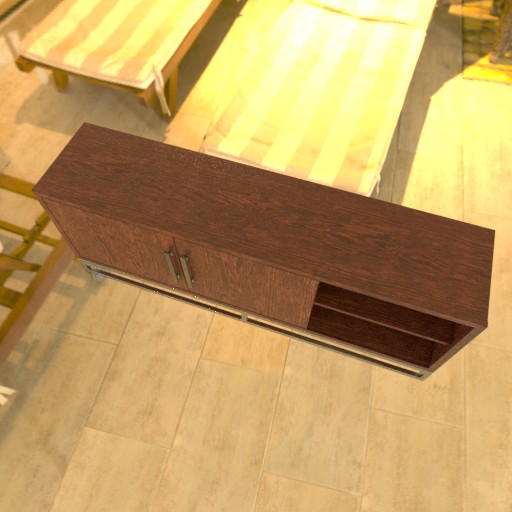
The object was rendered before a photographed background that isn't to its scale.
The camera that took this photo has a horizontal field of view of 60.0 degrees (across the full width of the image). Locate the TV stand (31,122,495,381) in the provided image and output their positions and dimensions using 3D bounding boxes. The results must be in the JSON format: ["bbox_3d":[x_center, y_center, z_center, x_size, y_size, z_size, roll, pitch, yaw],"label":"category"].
[{"bbox_3d":[0.000,0.000,1.744,1.541,0.578,0.382,17,61,10],"label":"TV stand"}]
